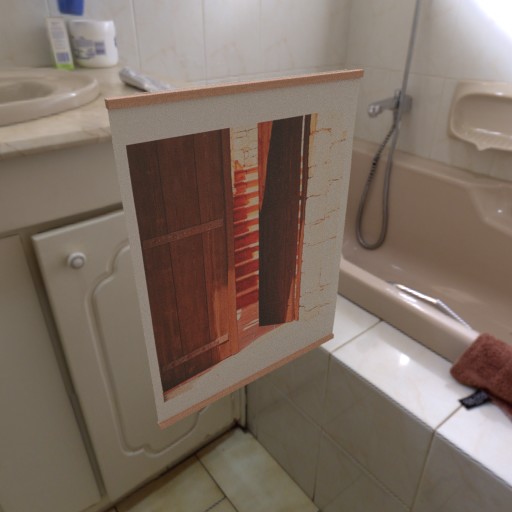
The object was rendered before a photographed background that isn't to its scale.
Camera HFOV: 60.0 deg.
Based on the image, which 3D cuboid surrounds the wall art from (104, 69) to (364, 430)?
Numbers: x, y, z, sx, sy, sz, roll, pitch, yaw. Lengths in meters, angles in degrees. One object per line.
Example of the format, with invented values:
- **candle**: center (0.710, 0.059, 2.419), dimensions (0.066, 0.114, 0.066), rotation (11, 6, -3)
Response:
- **wall art**: center (0.000, 0.000, 1.351), dimensions (0.758, 1.013, 0.020), rotation (-20, 35, -30)
